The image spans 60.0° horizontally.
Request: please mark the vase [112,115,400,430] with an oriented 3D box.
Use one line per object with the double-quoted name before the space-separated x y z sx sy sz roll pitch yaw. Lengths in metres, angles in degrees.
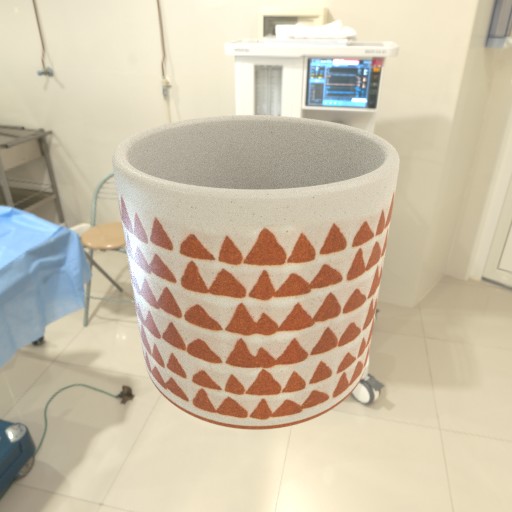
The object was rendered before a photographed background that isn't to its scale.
"vase" 0.000 0.000 0.248 0.137 0.127 0.137 0 29 0
